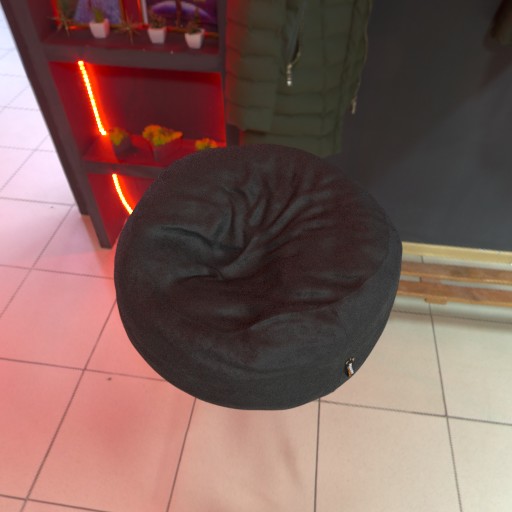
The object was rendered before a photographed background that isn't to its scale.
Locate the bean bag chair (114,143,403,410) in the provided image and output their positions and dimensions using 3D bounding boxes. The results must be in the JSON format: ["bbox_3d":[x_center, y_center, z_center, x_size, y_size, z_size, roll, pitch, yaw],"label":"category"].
[{"bbox_3d":[0.000,0.000,2.407,1.525,0.751,1.525,0,47,0],"label":"bean bag chair"}]
